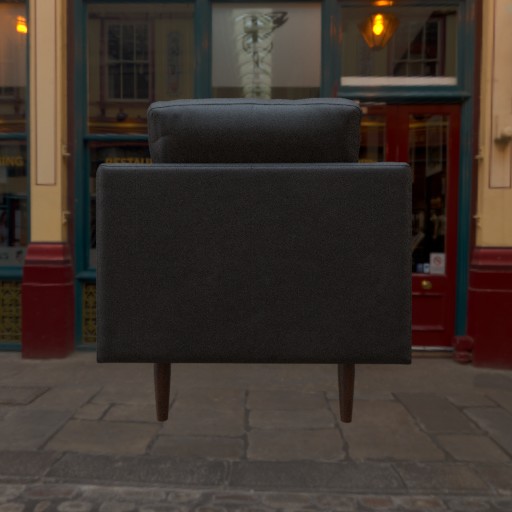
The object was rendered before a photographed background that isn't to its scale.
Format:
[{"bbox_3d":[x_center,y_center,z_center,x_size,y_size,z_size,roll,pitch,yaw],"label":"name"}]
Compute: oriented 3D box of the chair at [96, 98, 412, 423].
[{"bbox_3d":[0.000,0.000,1.563,0.831,0.898,0.879,0,1,1],"label":"chair"}]
